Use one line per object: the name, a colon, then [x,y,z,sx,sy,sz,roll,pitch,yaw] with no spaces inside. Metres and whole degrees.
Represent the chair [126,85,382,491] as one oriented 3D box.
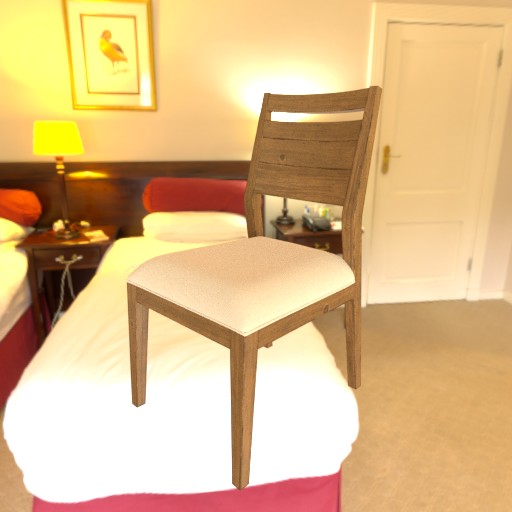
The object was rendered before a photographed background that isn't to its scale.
chair: [0.000,0.000,1.298,0.497,0.939,0.610,16,23,42]
